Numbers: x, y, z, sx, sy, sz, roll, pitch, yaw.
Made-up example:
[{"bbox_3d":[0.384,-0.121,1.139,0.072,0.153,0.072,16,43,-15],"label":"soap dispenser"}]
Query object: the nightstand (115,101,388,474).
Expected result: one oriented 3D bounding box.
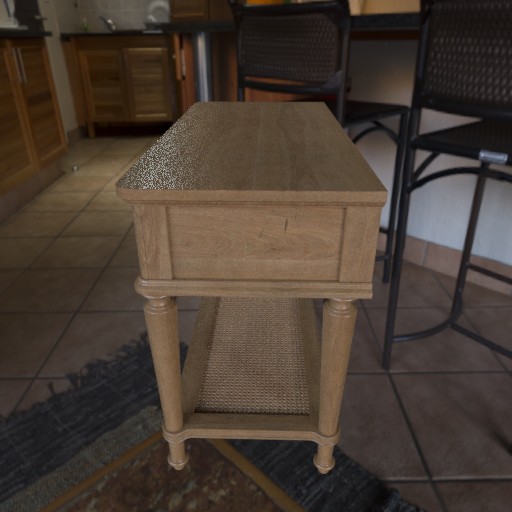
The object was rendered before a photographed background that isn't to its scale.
[{"bbox_3d":[0.000,0.000,1.251,0.432,0.700,0.914,1,27,1],"label":"nightstand"}]
